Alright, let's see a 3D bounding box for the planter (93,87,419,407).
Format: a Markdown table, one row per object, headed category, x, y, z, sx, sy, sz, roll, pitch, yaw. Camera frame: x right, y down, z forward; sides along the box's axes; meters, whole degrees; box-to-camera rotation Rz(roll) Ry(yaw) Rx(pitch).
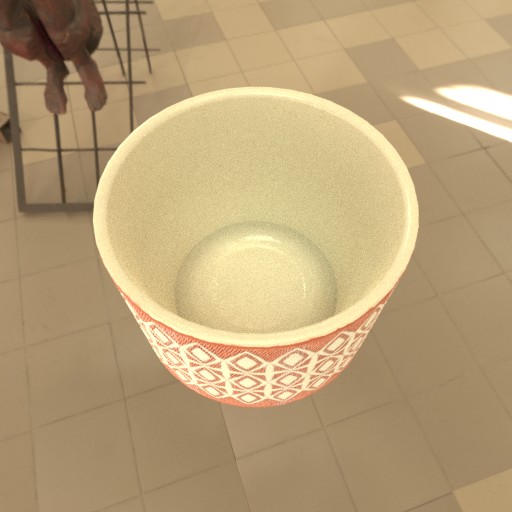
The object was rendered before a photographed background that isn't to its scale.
| category | x | y | z | sx | sy | sz | roll | pitch | yaw |
| --- | --- | --- | --- | --- | --- | --- | --- | --- | --- |
| planter | 0.000 | 0.000 | 0.327 | 0.192 | 0.148 | 0.192 | 0 | 59 | 0 |
